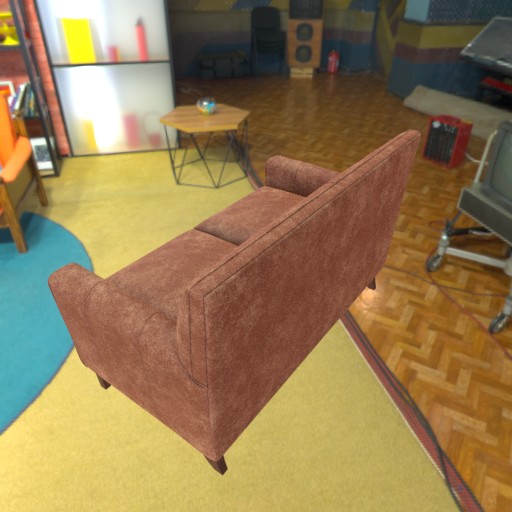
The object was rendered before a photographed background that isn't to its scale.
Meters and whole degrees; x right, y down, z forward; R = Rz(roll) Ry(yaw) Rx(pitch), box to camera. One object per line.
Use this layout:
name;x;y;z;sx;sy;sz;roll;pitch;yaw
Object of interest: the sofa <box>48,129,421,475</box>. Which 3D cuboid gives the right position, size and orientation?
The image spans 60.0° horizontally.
sofa;0.000;0.000;1.930;0.787;0.871;1.473;22;39;29
